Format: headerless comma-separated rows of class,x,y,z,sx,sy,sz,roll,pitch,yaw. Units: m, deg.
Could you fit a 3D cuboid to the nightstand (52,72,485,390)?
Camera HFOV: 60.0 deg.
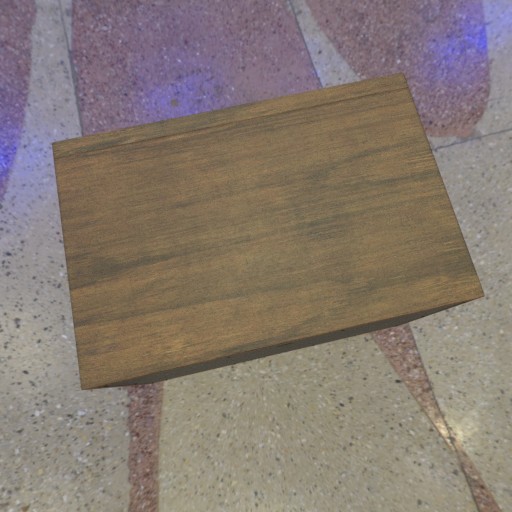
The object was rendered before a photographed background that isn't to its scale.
nightstand,0.000,0.000,0.998,0.610,0.610,0.437,-12,75,-3
